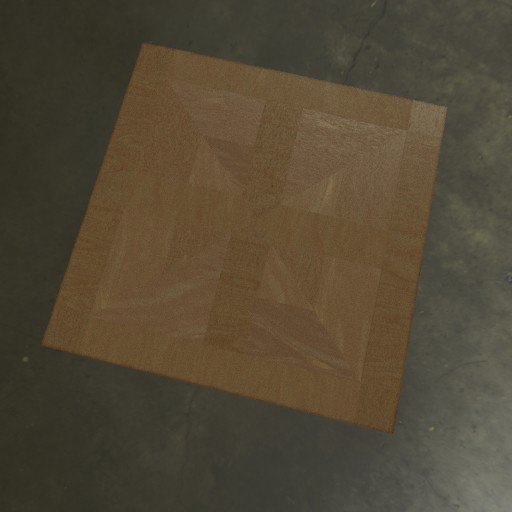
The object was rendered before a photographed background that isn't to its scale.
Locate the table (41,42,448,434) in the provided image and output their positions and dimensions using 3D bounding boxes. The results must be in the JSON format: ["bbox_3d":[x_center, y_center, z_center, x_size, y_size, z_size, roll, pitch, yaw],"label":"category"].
[{"bbox_3d":[0.000,0.000,1.117,0.612,0.638,0.610,13,78,3],"label":"table"}]
